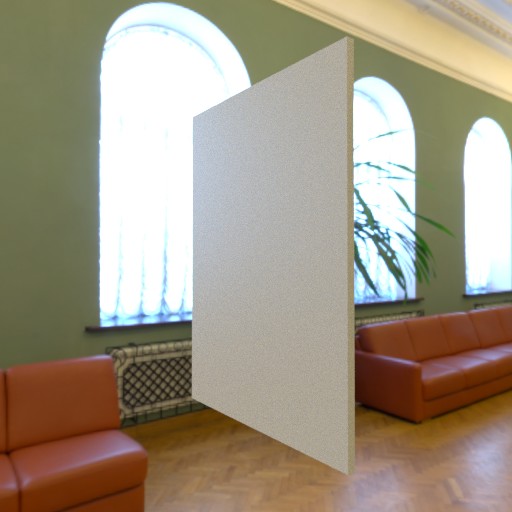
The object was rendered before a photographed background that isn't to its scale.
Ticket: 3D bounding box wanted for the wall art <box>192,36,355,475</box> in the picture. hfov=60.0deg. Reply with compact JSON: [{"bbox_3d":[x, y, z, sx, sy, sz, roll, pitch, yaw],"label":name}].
[{"bbox_3d":[0.000,0.000,0.693,0.013,0.533,0.381,1,-1,-38],"label":"wall art"}]
